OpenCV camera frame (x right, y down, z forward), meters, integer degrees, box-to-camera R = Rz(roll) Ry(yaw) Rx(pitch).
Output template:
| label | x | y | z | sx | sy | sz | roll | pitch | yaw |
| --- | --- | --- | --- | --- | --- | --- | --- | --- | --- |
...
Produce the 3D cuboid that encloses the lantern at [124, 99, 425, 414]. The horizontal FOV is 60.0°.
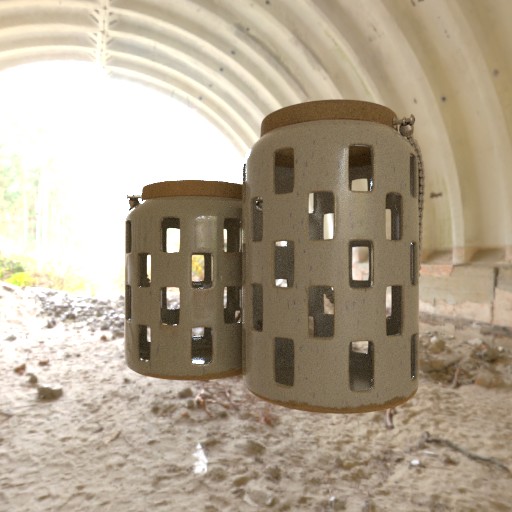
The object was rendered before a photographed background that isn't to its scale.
| label | x | y | z | sx | sy | sz | roll | pitch | yaw |
| --- | --- | --- | --- | --- | --- | --- | --- | --- | --- |
| lantern | 0.000 | 0.000 | 0.485 | 0.347 | 0.255 | 0.184 | -1 | -1 | 36 |
